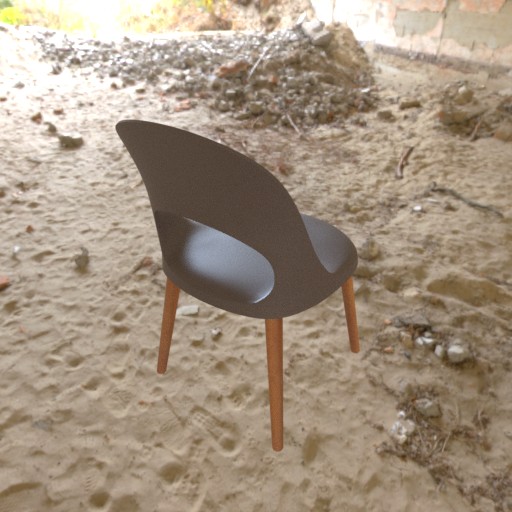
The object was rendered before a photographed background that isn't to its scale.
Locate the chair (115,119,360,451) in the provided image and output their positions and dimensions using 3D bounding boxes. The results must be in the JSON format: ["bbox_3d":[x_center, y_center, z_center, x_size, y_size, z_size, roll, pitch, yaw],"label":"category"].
[{"bbox_3d":[0.000,0.000,1.166,0.470,0.794,0.556,21,37,32],"label":"chair"}]
